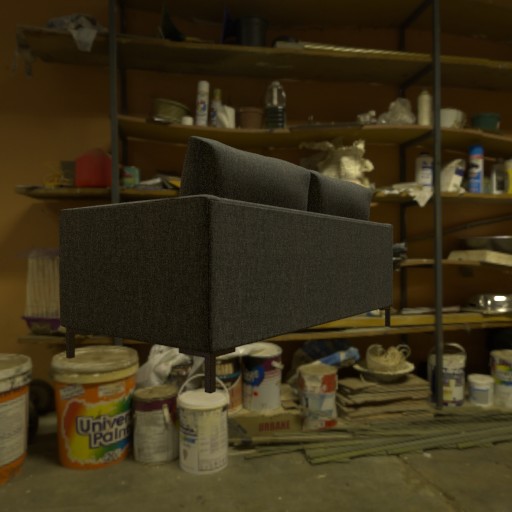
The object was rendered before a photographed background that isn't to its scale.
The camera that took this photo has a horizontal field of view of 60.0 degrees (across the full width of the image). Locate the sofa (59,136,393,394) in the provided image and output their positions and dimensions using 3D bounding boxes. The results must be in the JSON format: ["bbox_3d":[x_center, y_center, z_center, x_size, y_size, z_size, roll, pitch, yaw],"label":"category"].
[{"bbox_3d":[0.000,0.000,2.296,0.866,0.862,1.716,0,0,36],"label":"sofa"}]
